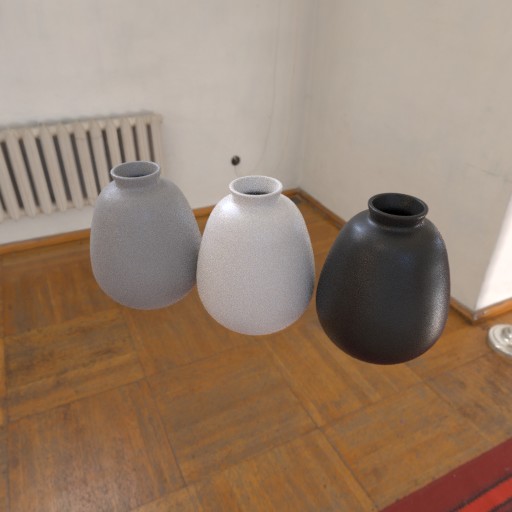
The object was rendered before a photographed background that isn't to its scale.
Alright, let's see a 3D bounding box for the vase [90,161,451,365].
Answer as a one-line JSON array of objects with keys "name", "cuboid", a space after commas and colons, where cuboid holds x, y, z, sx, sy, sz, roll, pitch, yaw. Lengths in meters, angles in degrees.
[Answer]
[{"name": "vase", "cuboid": [0.000, 0.000, 0.355, 0.297, 0.122, 0.097, 10, 34, 16]}]
